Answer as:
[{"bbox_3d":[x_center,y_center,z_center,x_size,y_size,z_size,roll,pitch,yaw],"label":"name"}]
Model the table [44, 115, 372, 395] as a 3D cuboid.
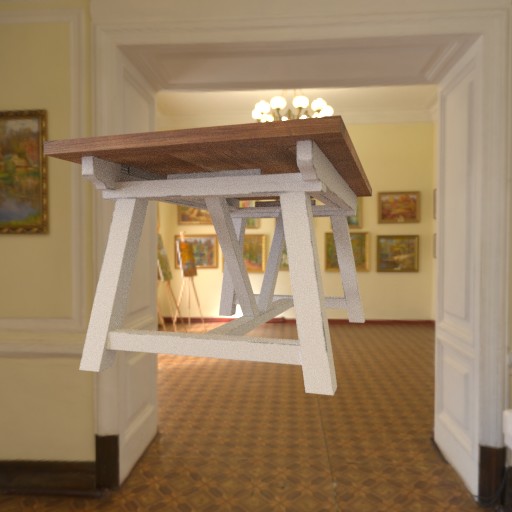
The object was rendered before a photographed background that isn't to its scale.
[{"bbox_3d":[0.000,0.000,1.975,0.922,0.743,1.503,0,1,18],"label":"table"}]
